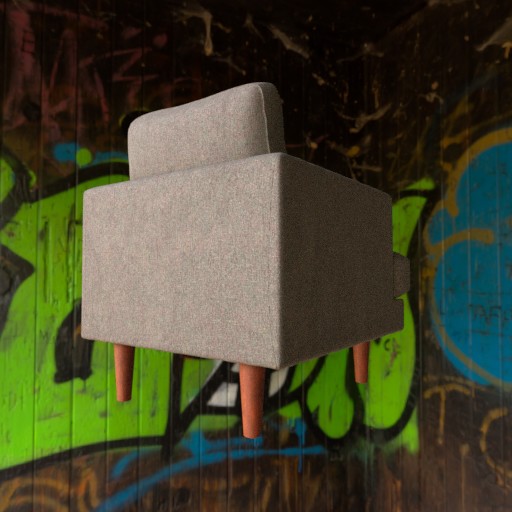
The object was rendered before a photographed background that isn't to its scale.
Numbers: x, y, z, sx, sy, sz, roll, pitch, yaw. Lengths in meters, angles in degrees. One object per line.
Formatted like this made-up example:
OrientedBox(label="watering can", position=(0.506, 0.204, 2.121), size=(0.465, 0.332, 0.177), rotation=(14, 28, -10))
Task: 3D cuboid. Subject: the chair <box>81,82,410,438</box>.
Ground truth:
OrientedBox(label="chair", position=(0.000, 0.000, 1.620), size=(0.858, 0.957, 0.899), rotation=(-1, -2, 37))
